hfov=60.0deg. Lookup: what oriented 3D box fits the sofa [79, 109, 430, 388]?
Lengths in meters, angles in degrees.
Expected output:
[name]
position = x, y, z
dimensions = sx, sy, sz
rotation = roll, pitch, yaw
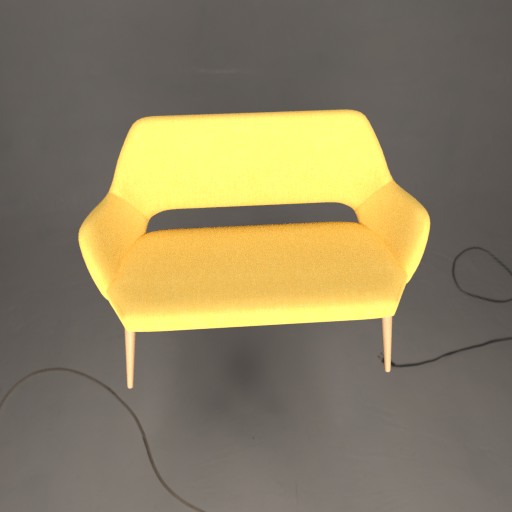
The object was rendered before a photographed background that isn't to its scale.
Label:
[sofa]
position = 0.000, 0.000, 1.642
dimensions = 1.150, 0.840, 0.610
rotation = -3, 46, -3
